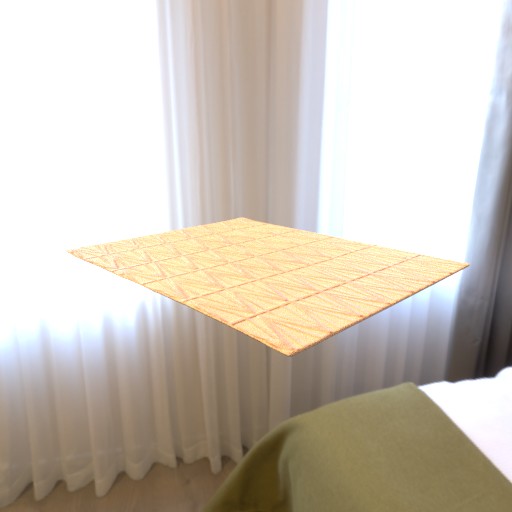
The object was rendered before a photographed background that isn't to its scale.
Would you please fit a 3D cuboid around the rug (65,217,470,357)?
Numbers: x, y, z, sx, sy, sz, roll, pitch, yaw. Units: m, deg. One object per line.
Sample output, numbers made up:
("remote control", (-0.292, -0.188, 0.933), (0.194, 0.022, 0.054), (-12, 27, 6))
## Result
("rug", (0.000, 0.000, 4.227), (2.453, 0.043, 3.052), (-15, 21, -42))
